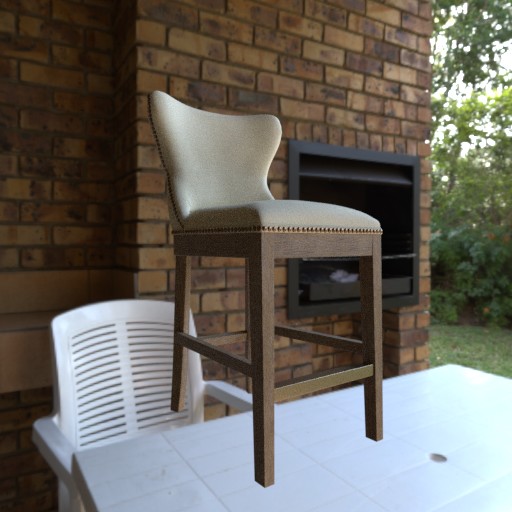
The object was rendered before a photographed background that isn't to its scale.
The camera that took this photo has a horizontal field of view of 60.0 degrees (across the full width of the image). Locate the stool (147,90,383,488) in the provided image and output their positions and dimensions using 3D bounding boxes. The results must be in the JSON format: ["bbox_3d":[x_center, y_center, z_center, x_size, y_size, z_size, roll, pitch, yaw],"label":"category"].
[{"bbox_3d":[0.000,0.000,1.299,0.498,0.981,0.608,-1,2,-36],"label":"stool"}]
